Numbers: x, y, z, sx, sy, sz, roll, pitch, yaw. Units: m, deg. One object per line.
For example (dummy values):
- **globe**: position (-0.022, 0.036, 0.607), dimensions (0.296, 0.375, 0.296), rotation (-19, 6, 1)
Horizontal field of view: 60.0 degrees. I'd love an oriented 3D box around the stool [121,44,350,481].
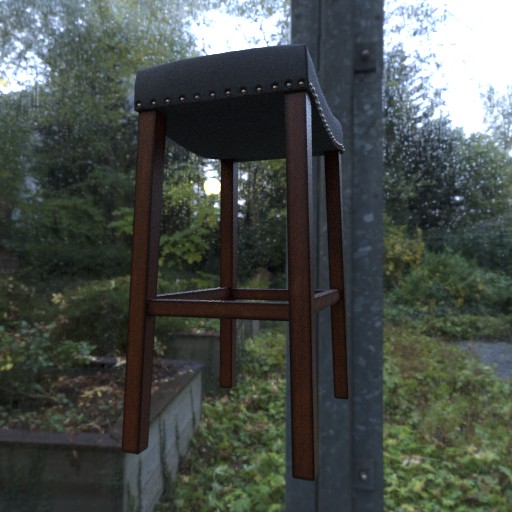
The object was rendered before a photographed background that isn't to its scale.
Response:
- **stool**: position (0.000, 0.000, 1.021), dimensions (0.366, 0.748, 0.502), rotation (0, -2, 18)
